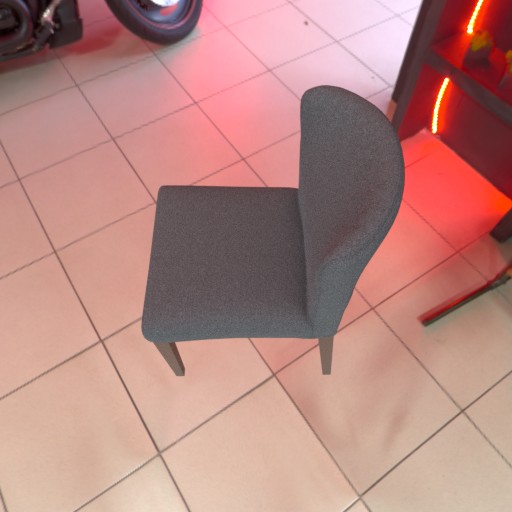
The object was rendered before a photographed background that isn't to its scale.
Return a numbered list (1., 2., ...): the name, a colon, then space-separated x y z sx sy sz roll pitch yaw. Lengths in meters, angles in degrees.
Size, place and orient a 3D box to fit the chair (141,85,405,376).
1. chair: 0.000 0.000 1.238 0.592 0.839 0.491 -1 59 -1
